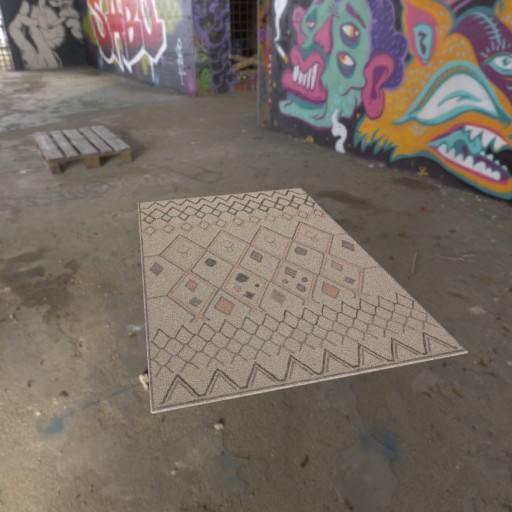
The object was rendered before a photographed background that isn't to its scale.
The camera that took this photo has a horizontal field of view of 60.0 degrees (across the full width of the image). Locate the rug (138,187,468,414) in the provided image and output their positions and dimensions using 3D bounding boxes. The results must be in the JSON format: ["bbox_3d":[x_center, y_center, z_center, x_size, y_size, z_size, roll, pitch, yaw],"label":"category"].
[{"bbox_3d":[0.000,0.000,3.040,1.524,0.015,2.438,-7,29,-13],"label":"rug"}]
